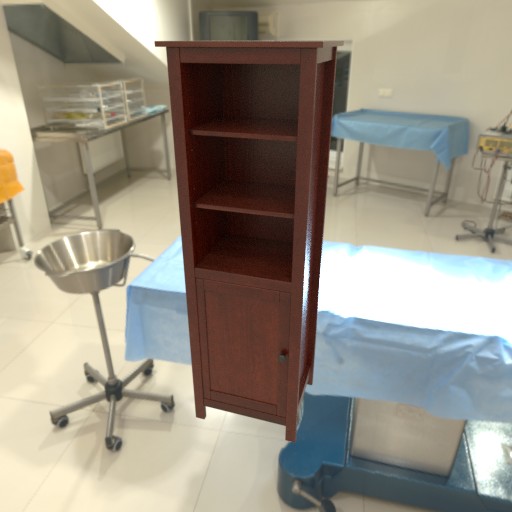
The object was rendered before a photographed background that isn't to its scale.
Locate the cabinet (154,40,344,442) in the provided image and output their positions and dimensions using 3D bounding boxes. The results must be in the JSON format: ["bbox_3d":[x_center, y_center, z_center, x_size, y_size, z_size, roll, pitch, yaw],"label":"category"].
[{"bbox_3d":[0.000,0.000,1.738,0.500,1.518,0.401,8,27,16],"label":"cabinet"}]
